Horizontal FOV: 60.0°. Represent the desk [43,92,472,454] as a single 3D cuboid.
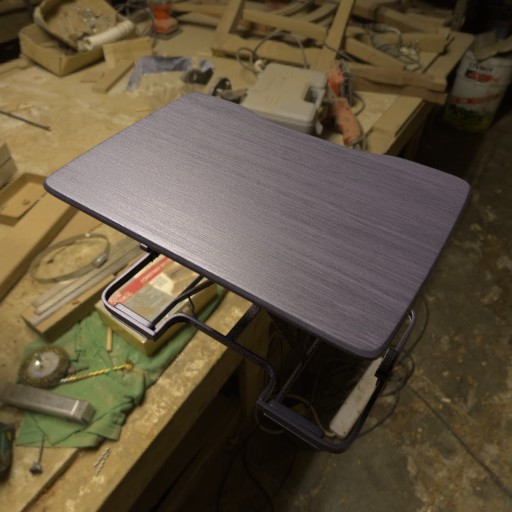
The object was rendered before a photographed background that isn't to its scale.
[{"bbox_3d":[0.000,0.000,1.141,0.820,0.470,0.546,26,51,23],"label":"desk"}]
